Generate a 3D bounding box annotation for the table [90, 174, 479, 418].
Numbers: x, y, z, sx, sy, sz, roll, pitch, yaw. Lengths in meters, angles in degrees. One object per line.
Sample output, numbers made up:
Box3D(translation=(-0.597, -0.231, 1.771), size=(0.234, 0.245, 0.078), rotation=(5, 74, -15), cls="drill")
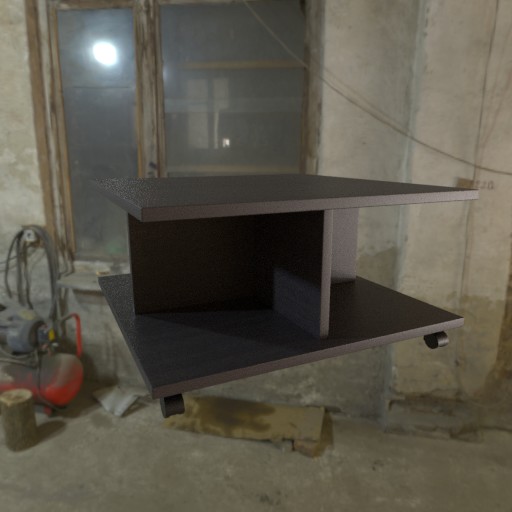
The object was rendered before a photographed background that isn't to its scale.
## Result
Box3D(translation=(0.000, 0.000, 1.227), size=(0.762, 0.396, 0.762), rotation=(-6, 15, -25), cls="table")
